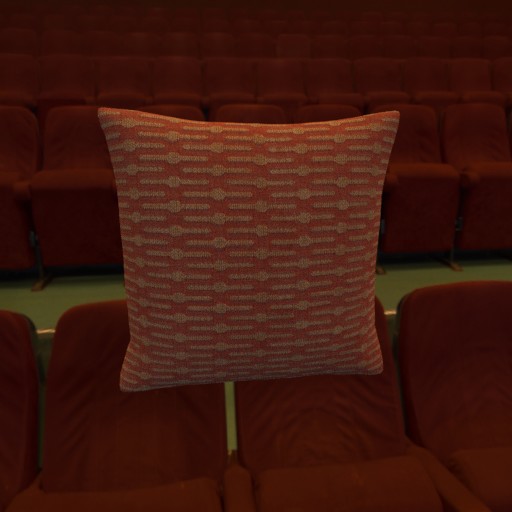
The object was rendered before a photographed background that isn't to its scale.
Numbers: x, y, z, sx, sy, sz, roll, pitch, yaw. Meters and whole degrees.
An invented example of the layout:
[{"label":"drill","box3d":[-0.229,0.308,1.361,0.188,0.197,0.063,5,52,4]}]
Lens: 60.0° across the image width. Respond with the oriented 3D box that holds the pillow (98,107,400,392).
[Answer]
[{"label":"pillow","box3d":[0.000,0.000,0.797,0.511,0.503,0.182,-2,16,-7]}]
